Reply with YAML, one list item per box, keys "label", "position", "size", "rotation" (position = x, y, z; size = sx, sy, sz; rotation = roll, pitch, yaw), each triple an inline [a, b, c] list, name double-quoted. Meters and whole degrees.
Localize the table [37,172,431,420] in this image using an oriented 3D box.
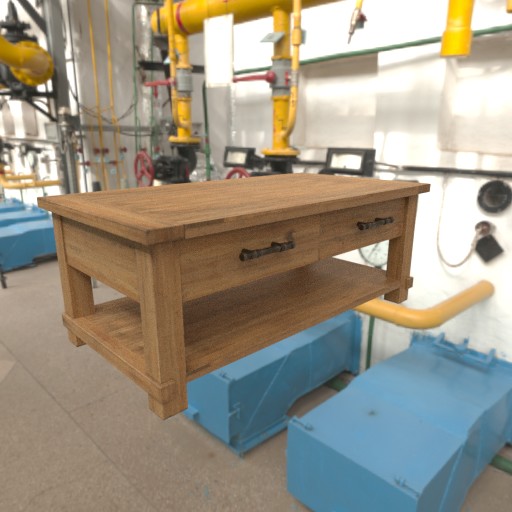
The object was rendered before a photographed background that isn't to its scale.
- label: "table"
  position: [0.000, 0.000, 1.647]
  size: [1.270, 0.494, 0.693]
  rotation: [-14, 21, -41]
